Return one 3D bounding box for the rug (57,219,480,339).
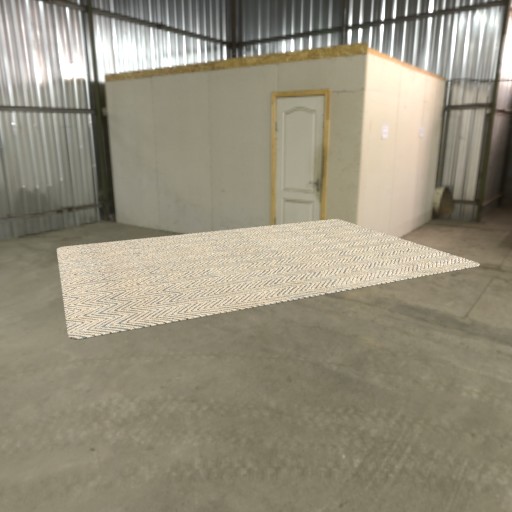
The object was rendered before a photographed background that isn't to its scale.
[{"bbox_3d":[0.000,0.000,2.158,1.752,0.008,1.144,-7,18,-24],"label":"rug"}]
